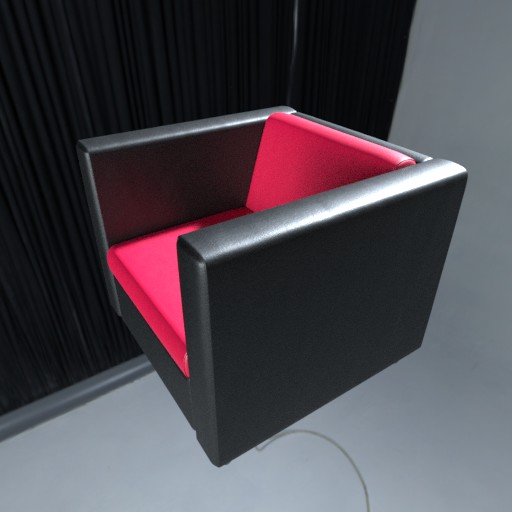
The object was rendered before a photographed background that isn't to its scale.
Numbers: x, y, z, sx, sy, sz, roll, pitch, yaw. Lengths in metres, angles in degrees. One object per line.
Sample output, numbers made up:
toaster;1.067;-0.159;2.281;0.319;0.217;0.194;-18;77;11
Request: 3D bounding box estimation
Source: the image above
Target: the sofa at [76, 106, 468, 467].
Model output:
sofa;0.000;0.000;1.441;0.809;0.724;0.839;-20;37;-28
